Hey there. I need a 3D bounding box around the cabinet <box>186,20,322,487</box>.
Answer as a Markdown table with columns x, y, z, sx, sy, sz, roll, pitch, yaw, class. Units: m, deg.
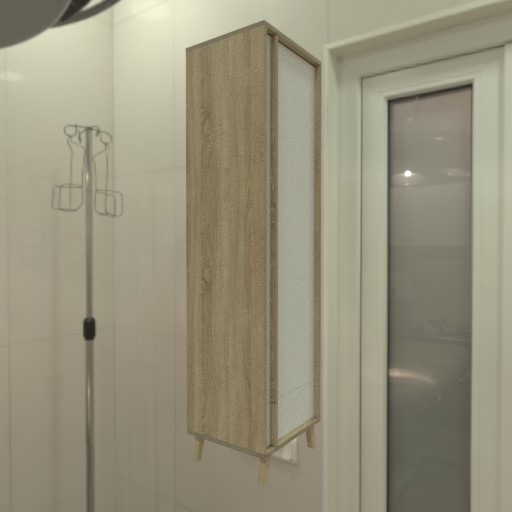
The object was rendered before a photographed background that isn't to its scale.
| x | y | z | sx | sy | sz | roll | pitch | yaw | class |
| --- | --- | --- | --- | --- | --- | --- | --- | --- | --- |
| 0.000 | 0.000 | 2.183 | 0.450 | 1.960 | 0.510 | 1 | 1 | 36 | cabinet |
